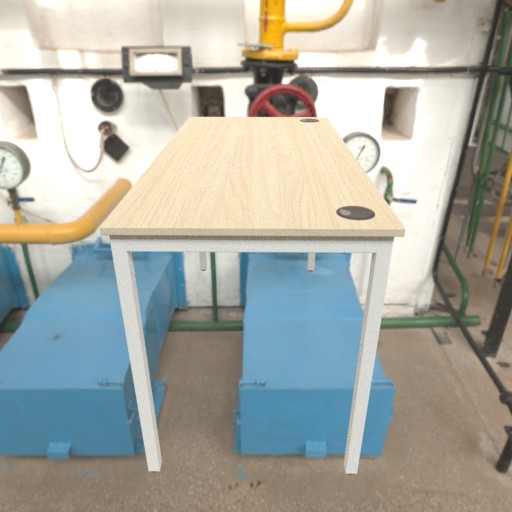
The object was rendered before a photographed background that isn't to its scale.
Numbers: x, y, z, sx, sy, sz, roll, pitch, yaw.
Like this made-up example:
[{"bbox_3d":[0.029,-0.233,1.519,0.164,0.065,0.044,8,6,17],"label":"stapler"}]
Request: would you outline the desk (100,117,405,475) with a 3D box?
[{"bbox_3d":[0.000,0.000,1.572,0.600,0.750,1.200,0,27,1],"label":"desk"}]
